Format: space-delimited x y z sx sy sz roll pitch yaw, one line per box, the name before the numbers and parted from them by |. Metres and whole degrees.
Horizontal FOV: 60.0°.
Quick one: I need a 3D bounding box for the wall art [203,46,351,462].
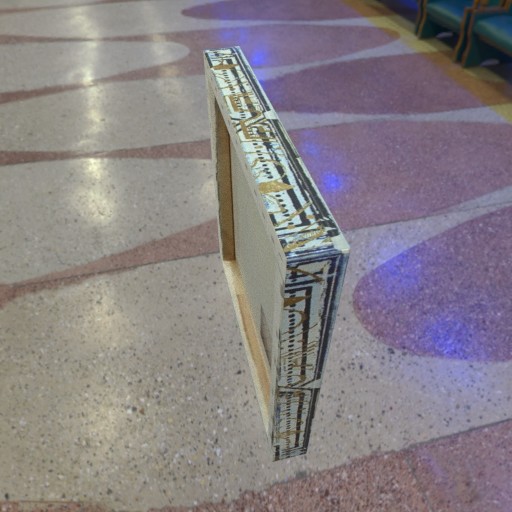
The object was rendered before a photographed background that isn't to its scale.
wall art | 0.000 0.000 0.458 0.038 0.306 0.302 -10 47 -9
